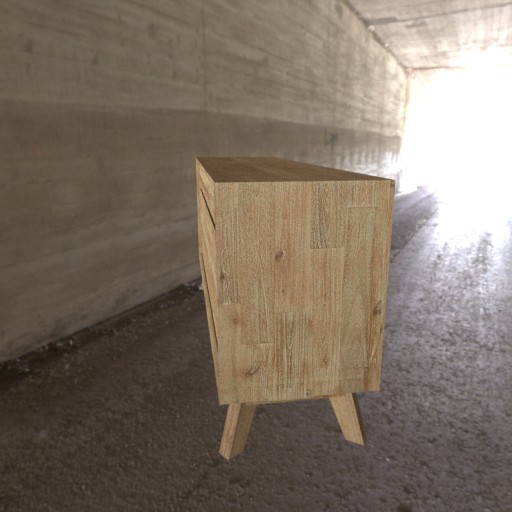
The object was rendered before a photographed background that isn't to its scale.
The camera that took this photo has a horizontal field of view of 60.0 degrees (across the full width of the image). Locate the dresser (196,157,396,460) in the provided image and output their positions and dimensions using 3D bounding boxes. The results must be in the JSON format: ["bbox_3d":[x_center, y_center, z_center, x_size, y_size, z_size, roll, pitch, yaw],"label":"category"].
[{"bbox_3d":[0.000,0.000,1.940,0.455,0.788,1.602,-2,15,-9],"label":"dresser"}]
